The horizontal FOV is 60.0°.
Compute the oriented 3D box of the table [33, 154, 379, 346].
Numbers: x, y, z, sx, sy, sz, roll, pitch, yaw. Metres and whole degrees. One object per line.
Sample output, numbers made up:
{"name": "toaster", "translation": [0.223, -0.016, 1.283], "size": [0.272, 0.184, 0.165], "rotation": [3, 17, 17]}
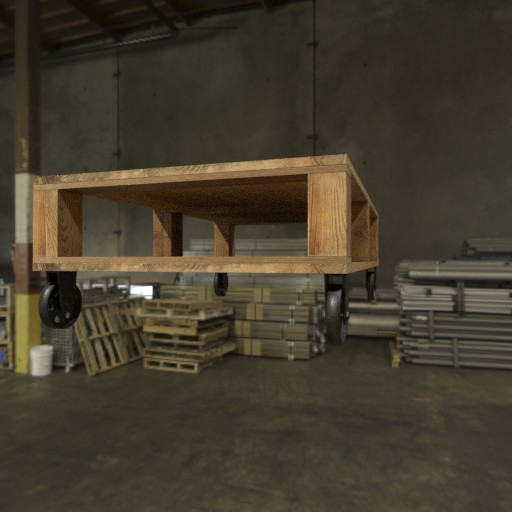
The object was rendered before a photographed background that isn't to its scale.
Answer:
{"name": "table", "translation": [0.000, 0.000, 1.670], "size": [0.827, 0.413, 1.299], "rotation": [0, -1, 18]}
